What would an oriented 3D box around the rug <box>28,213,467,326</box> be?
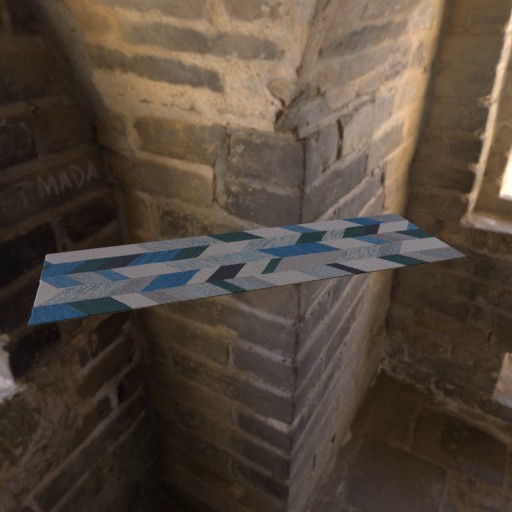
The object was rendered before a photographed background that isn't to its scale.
[{"bbox_3d":[0.000,0.000,2.689,2.437,0.008,0.774,-8,28,-15],"label":"rug"}]
